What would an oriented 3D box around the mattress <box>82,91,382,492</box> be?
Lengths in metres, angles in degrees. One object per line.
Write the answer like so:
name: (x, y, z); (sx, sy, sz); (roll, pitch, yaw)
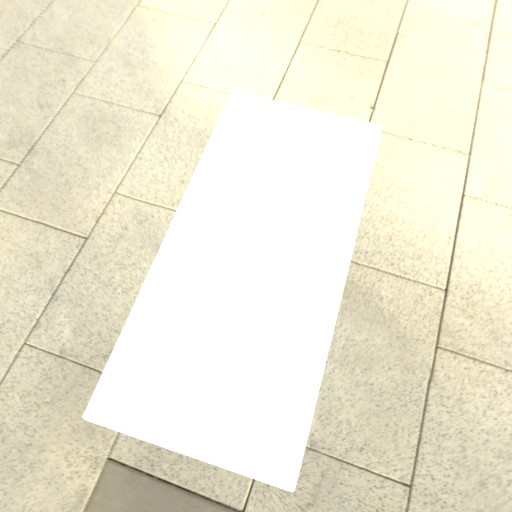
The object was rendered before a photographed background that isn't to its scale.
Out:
mattress: (0.000, 0.000, 2.213); (0.900, 0.200, 1.900); (16, 65, 8)
